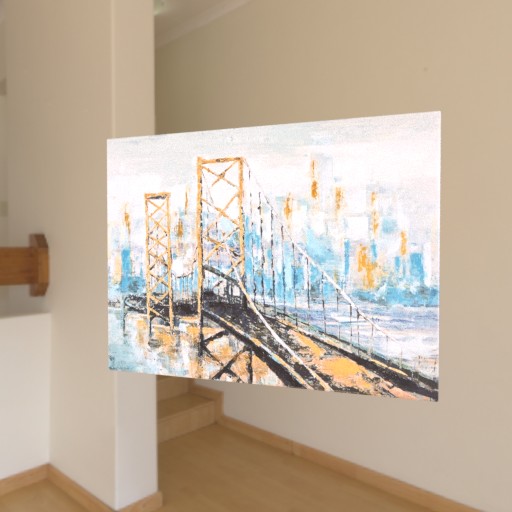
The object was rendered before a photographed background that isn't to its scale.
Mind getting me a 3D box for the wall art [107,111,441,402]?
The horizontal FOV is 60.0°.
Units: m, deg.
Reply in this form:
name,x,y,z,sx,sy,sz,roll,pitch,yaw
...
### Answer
name,x,y,z,sx,sy,sz,roll,pitch,yaw
wall art,0.000,0.000,1.325,1.016,0.762,0.038,0,1,17
